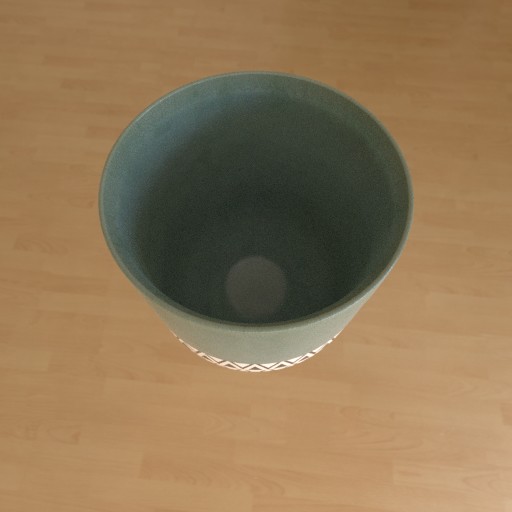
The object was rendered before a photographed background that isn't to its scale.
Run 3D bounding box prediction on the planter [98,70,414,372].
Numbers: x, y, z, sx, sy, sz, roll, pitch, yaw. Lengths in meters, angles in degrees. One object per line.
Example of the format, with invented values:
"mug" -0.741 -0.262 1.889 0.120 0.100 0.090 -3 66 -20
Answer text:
"planter" 0.000 0.000 0.376 0.198 0.214 0.198 0 63 0
